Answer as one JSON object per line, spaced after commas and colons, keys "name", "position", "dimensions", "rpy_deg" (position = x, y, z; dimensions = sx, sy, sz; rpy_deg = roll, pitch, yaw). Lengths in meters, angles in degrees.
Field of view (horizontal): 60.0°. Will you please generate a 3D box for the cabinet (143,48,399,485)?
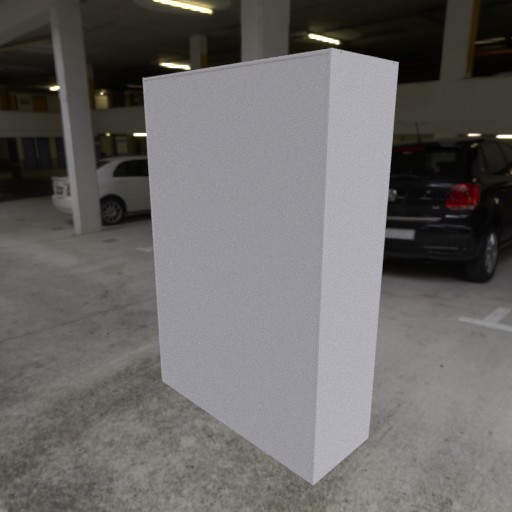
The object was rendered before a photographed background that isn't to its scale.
{"name": "cabinet", "position": [0.000, 0.000, 2.465], "dimensions": [0.510, 1.910, 1.290], "rpy_deg": [-15, 21, -43]}
